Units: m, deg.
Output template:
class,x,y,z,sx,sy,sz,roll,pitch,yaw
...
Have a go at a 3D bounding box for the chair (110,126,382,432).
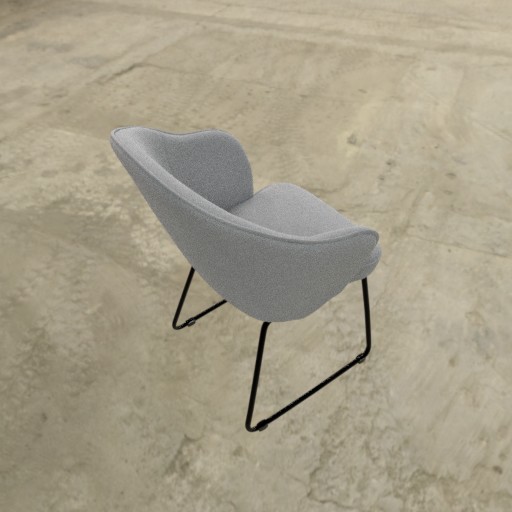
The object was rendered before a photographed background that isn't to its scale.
class,x,y,z,sx,sy,sz,roll,pitch,yaw
chair,0.000,0.000,1.201,0.592,0.817,0.570,-27,48,-26
